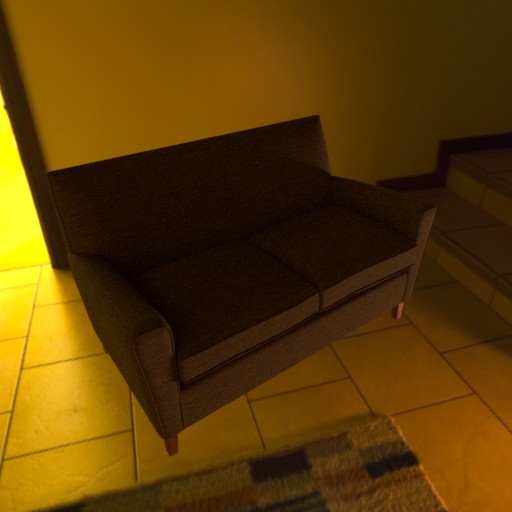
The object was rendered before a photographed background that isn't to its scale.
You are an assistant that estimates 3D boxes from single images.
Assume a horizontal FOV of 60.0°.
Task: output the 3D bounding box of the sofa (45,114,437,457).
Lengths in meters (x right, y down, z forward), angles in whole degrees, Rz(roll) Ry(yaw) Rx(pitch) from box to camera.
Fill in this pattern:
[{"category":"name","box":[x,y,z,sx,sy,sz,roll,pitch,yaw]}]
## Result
[{"category":"sofa","box":[0.000,0.000,2.035,1.509,0.905,0.867,-22,38,-30]}]
